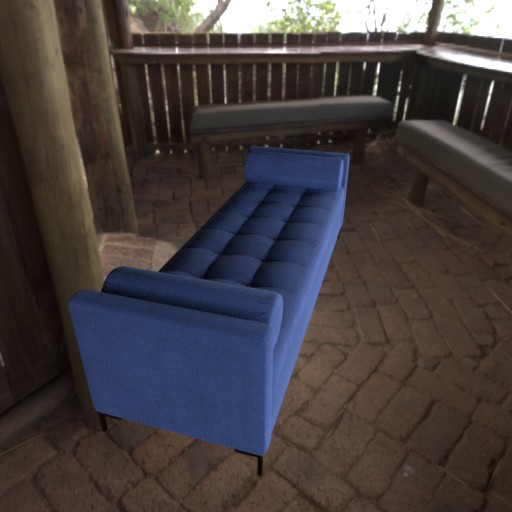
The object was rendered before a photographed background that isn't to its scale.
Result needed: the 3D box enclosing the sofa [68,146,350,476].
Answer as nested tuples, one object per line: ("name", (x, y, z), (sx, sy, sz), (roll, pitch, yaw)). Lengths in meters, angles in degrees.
("sofa", (0.000, 0.000, 2.321), (0.686, 0.635, 1.981), (9, 30, 15))
